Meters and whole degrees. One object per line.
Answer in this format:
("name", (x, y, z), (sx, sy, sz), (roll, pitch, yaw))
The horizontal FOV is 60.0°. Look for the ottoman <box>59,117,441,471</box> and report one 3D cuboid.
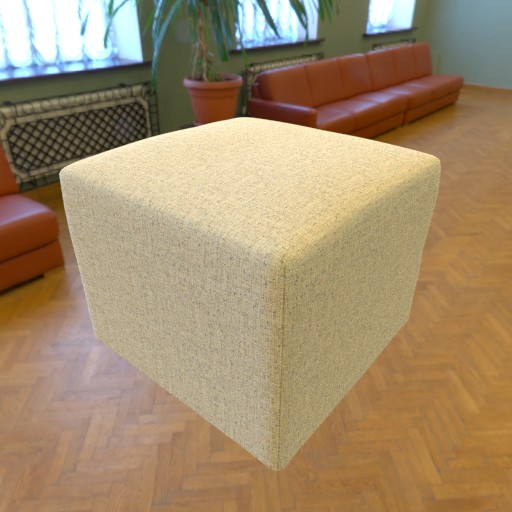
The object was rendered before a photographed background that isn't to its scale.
("ottoman", (0.000, 0.000, 0.904), (0.521, 0.453, 0.512), (23, 38, 33))
